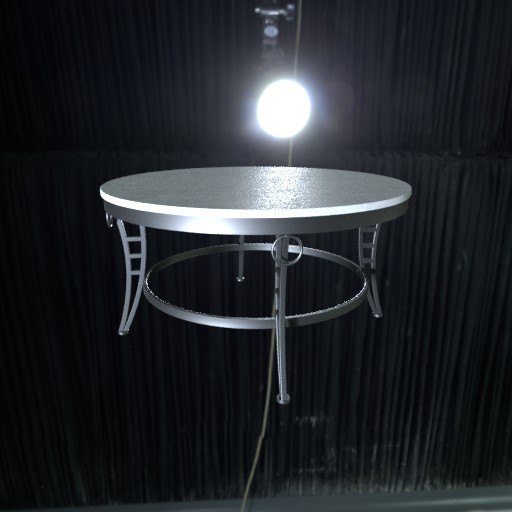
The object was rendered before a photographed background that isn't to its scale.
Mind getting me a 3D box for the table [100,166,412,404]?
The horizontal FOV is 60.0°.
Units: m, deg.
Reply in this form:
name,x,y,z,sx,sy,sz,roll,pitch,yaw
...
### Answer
name,x,y,z,sx,sy,sz,roll,pitch,yaw
table,0.000,0.000,1.403,0.889,0.470,0.889,0,17,0
